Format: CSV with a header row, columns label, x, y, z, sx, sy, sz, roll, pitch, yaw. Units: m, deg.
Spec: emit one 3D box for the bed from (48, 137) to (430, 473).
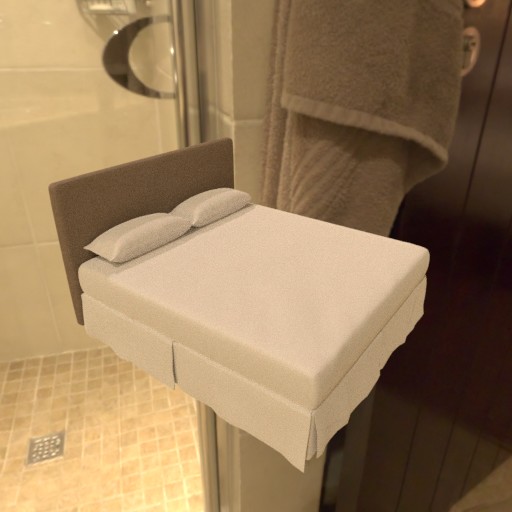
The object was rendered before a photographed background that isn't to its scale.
label,x,y,z,sx,sy,sz,roll,pitch,yaw
bed,0.000,0.000,3.610,2.341,1.317,2.119,18,32,32
